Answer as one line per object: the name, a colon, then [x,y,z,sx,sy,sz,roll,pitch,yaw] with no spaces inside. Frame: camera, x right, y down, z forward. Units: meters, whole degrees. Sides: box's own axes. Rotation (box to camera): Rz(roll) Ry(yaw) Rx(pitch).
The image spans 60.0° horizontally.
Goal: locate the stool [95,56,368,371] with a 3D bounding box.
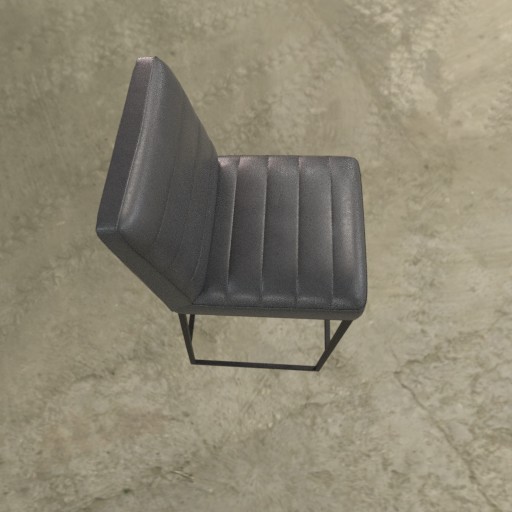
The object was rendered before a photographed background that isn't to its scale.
stool: [0.000,0.000,1.311,0.552,1.040,0.457,3,64,1]
